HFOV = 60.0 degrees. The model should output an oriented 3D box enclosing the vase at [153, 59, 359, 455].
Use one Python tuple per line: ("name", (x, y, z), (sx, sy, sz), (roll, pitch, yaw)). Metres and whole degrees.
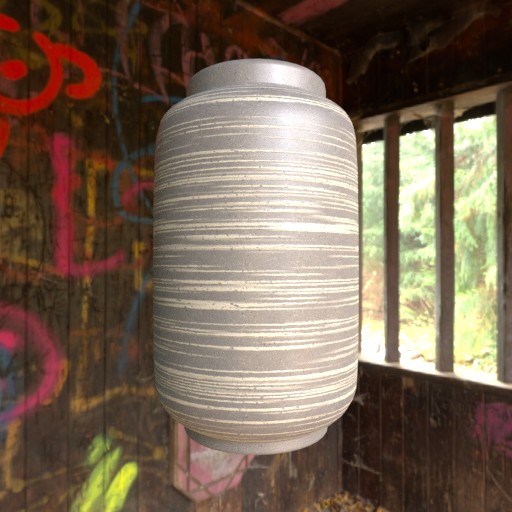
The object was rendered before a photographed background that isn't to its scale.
("vase", (0.000, 0.000, 0.656), (0.297, 0.499, 0.297), (0, -1, 0))
